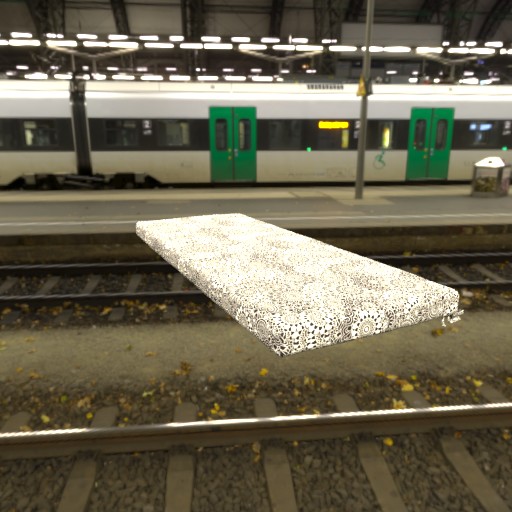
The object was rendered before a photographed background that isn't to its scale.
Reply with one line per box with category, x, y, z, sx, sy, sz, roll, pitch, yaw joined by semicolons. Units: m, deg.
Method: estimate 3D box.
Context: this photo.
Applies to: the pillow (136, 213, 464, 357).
pillow;0.000;0.000;1.362;0.492;0.081;1.187;-7;17;-26
